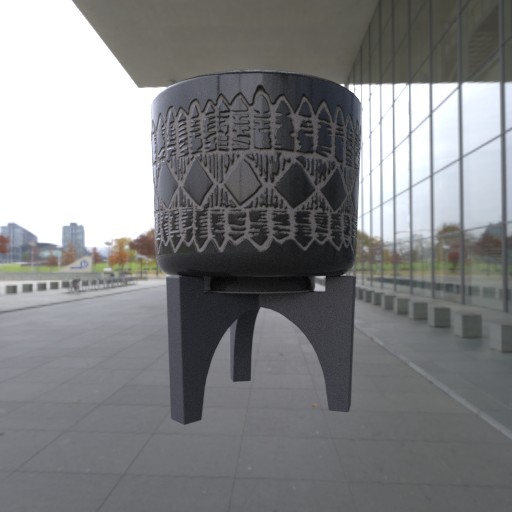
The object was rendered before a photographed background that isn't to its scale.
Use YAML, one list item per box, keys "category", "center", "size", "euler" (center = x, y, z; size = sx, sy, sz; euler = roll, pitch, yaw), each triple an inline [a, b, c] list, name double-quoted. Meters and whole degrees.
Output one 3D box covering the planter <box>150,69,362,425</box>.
- category: "planter"
  center: [0.000, 0.000, 0.275]
  size: [0.129, 0.177, 0.129]
  euler: [0, -1, 0]
